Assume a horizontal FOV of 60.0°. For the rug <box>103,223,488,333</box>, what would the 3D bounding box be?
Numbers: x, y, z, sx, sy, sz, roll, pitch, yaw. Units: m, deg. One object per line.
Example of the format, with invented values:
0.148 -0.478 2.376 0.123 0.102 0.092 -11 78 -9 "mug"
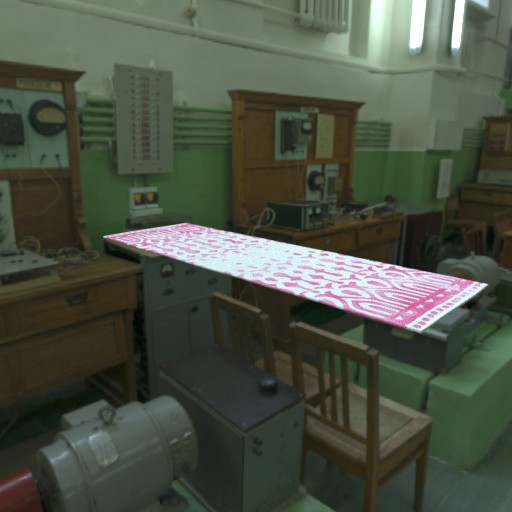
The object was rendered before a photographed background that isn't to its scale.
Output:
0.000 0.000 2.721 2.458 0.011 0.787 14 20 43 "rug"
